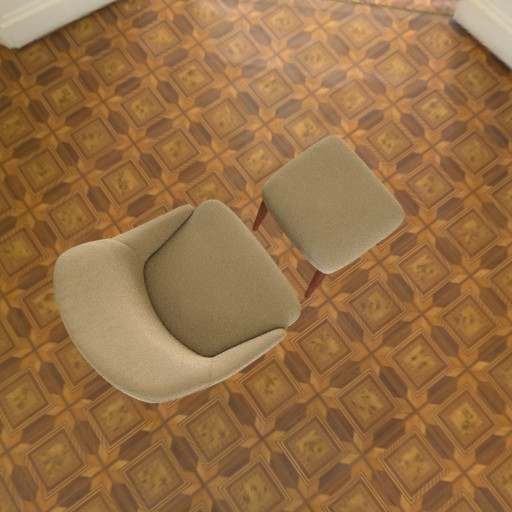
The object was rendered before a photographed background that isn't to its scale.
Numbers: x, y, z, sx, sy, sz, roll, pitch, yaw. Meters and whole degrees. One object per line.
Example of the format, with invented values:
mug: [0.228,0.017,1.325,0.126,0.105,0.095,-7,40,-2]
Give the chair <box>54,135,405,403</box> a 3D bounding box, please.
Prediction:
chair: [0.000,0.000,1.582,1.114,0.866,0.584,-36,78,-9]
